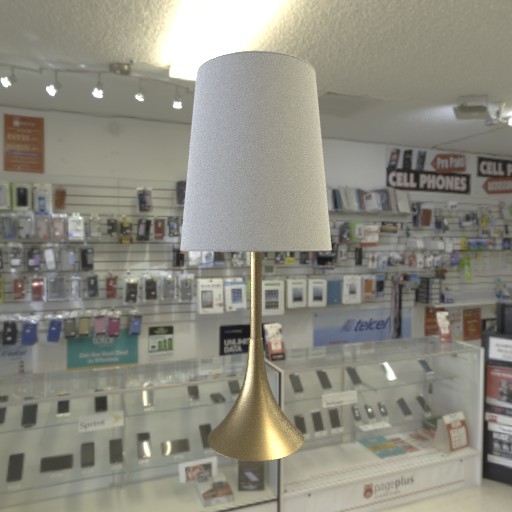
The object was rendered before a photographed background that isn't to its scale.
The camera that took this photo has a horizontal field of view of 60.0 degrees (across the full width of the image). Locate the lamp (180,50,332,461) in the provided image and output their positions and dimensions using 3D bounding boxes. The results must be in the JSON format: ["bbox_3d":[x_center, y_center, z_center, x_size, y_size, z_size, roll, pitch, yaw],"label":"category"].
[{"bbox_3d":[0.000,0.000,0.685,0.231,0.569,0.231,0,2,0],"label":"lamp"}]
